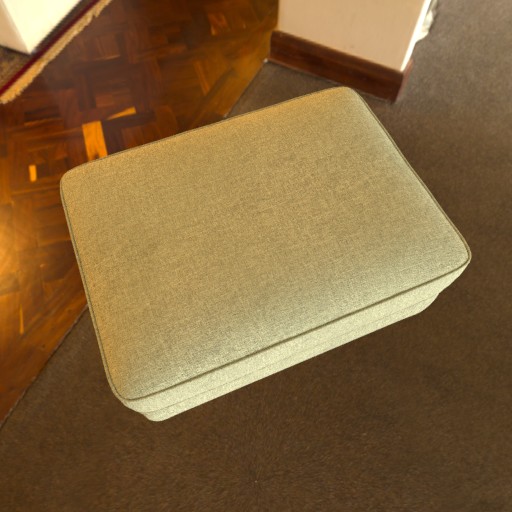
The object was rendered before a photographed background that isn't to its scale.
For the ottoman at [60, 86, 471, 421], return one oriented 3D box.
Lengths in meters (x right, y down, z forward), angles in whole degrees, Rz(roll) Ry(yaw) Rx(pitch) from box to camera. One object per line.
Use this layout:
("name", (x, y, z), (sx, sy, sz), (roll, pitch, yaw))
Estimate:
("ottoman", (0.000, 0.000, 1.296), (0.889, 0.561, 0.661), (-20, 65, -10))
